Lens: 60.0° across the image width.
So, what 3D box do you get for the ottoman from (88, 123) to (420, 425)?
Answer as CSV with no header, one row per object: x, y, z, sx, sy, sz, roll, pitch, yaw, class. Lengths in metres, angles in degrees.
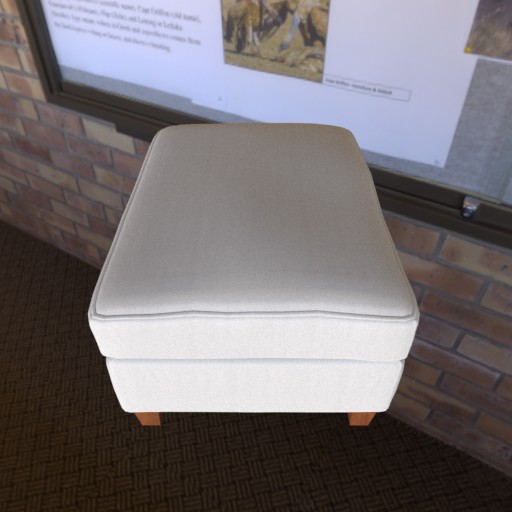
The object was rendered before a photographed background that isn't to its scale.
0.000,0.000,1.224,0.634,0.496,0.818,0,41,0,ottoman
